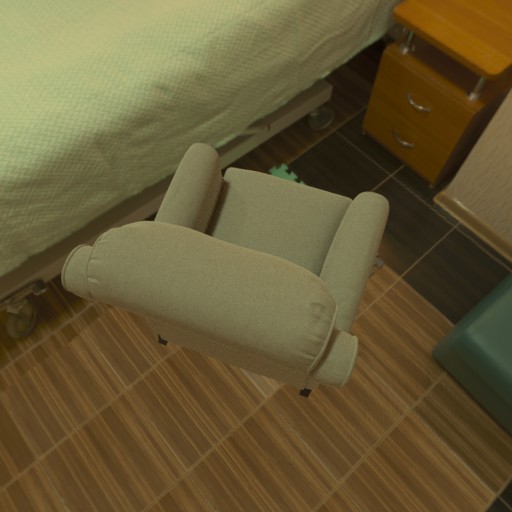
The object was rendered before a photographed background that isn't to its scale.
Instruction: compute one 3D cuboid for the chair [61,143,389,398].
[{"bbox_3d":[0.000,0.000,1.683,0.859,1.046,0.919,18,64,9],"label":"chair"}]
